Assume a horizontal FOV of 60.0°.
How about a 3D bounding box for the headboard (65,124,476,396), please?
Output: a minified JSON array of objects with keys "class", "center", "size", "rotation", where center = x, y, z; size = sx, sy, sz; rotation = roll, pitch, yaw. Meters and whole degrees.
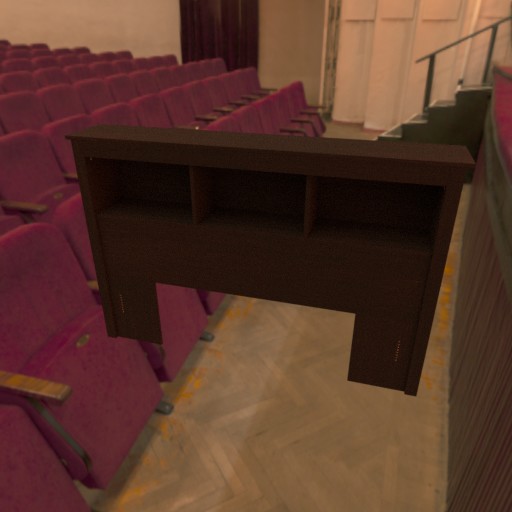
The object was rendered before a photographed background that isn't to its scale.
[{"class":"headboard","center":[0.000,0.000,2.113],"size":[1.671,1.092,0.279],"rotation":[7,28,14]}]
